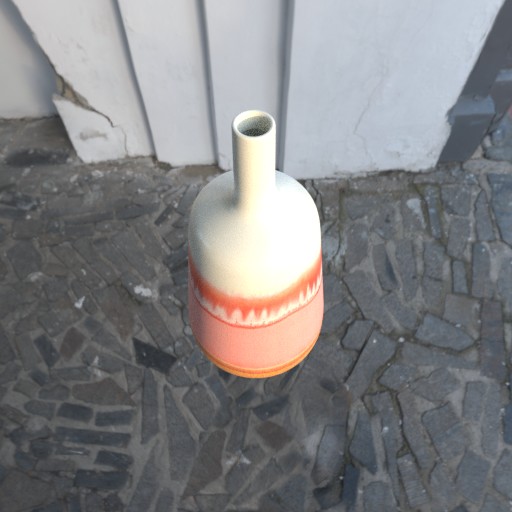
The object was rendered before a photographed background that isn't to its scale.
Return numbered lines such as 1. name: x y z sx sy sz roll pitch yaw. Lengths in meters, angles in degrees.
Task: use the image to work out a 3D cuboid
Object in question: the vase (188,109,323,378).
1. vase: 0.000 0.000 0.388 0.144 0.296 0.144 0 58 0
